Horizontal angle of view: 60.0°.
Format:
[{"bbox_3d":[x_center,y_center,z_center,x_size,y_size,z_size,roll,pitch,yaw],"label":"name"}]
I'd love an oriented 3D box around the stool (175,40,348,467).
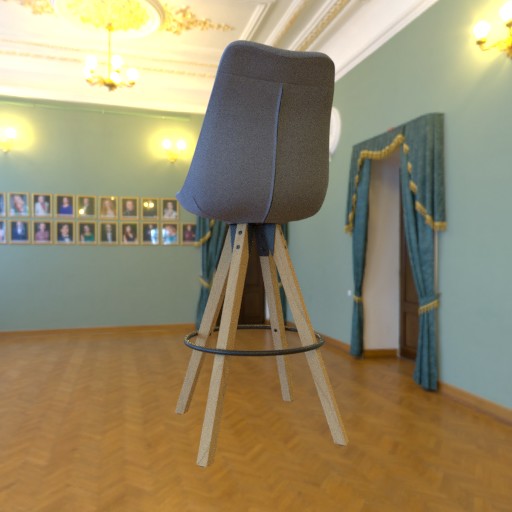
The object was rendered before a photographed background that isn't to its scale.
[{"bbox_3d":[0.000,0.000,1.421,0.485,1.115,0.550,0,0,-19],"label":"stool"}]
